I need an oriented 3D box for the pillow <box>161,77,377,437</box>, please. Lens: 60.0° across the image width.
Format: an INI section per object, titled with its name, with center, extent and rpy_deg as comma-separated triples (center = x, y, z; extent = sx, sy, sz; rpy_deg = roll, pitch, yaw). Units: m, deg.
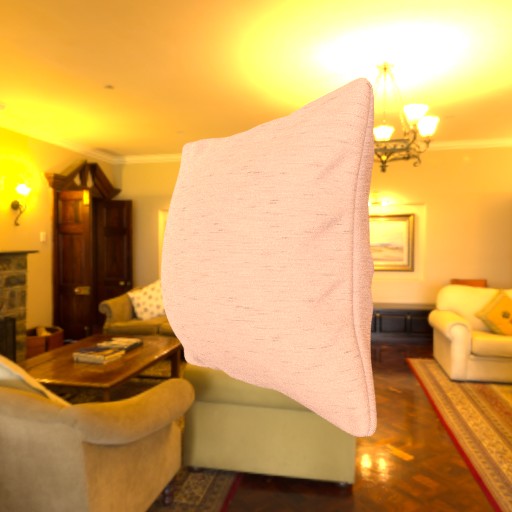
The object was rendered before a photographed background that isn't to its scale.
[pillow]
center = 0.000, 0.000, 0.671
extent = 0.246, 0.415, 0.432
rpy_deg = -1, 2, -37
